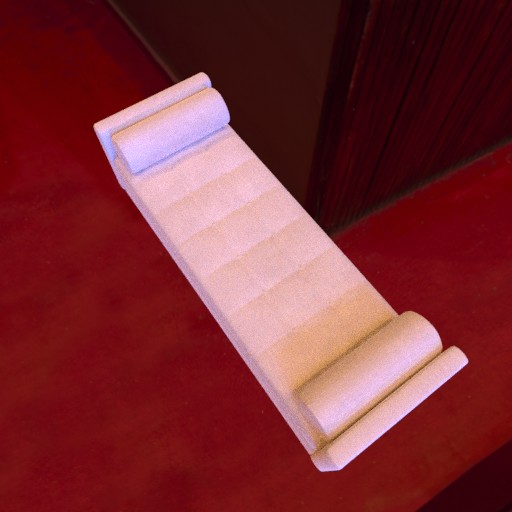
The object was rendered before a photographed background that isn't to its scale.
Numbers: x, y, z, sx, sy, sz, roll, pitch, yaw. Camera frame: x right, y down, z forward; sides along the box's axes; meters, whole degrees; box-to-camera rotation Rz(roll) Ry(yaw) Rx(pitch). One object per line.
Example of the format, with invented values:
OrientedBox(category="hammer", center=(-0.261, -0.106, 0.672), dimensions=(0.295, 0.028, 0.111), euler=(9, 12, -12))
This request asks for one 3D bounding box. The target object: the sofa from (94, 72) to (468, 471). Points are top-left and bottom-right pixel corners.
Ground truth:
OrientedBox(category="sofa", center=(0.000, 0.000, 2.289), dimensions=(0.686, 0.635, 1.981), euler=(-32, 68, -15))
